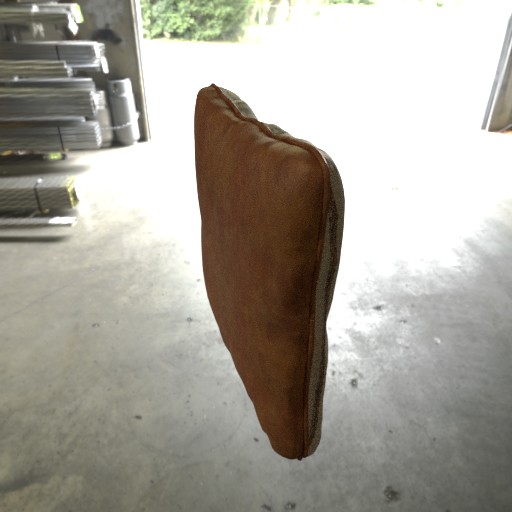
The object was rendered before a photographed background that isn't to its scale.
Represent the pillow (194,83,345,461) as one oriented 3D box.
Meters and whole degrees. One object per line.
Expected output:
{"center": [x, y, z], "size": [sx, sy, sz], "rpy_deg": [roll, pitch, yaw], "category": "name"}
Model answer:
{"center": [0.000, 0.000, 0.747], "size": [0.130, 0.490, 0.489], "rpy_deg": [-10, 32, -17], "category": "pillow"}
